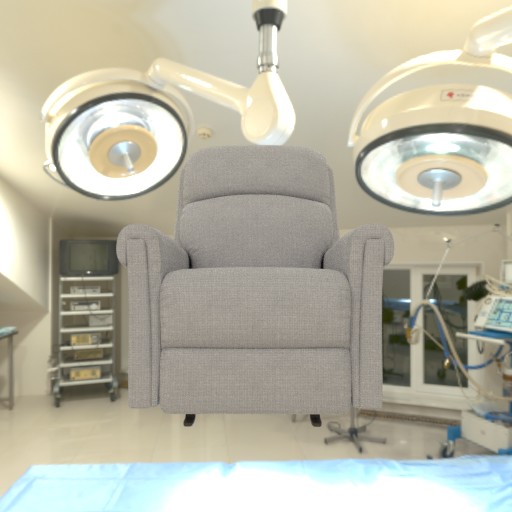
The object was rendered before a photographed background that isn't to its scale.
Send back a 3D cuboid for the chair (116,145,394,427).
[{"bbox_3d":[0.000,0.000,1.776,0.838,1.054,1.014,0,-1,0],"label":"chair"}]
